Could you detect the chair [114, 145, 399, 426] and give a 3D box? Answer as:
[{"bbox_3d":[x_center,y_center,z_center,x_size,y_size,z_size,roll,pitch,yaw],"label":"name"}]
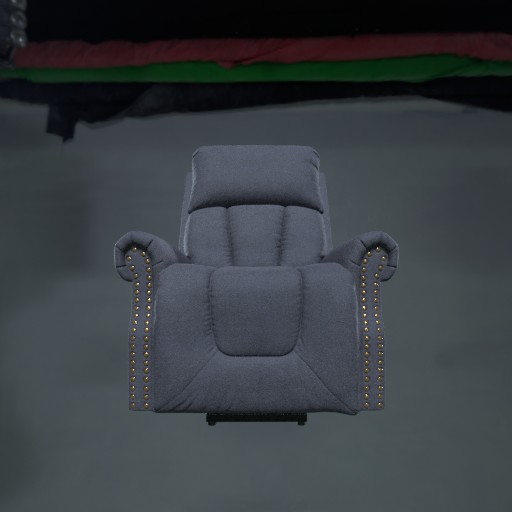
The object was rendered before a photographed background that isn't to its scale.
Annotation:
[{"bbox_3d":[0.000,0.000,1.706,0.871,1.031,0.979,0,1,0],"label":"chair"}]
